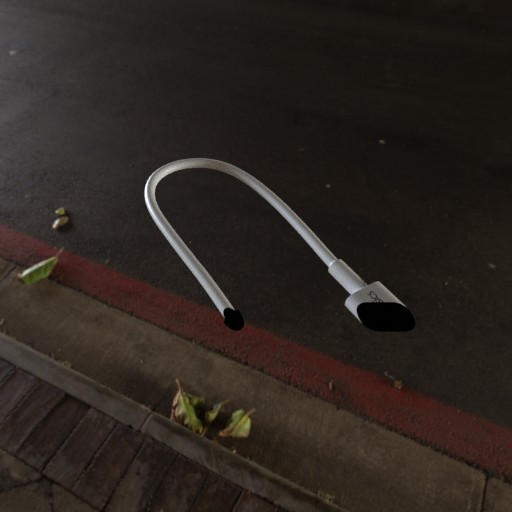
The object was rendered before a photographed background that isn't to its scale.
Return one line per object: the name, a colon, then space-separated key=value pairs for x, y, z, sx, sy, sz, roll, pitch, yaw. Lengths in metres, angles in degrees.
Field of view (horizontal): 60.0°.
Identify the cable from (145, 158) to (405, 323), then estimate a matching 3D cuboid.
cable: x=0.000 y=0.000 z=0.113 sx=0.041 sy=0.005 sz=0.098 roll=-24 pitch=50 yaw=-21
